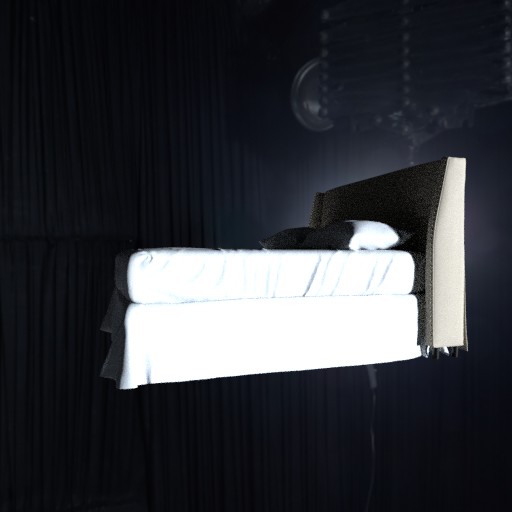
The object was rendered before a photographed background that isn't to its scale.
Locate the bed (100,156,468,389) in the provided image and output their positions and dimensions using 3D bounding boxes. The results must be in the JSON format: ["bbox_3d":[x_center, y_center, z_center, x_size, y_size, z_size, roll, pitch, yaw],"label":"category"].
[{"bbox_3d":[0.000,0.000,3.418,2.276,1.332,1.925,0,0,-19],"label":"bed"}]
